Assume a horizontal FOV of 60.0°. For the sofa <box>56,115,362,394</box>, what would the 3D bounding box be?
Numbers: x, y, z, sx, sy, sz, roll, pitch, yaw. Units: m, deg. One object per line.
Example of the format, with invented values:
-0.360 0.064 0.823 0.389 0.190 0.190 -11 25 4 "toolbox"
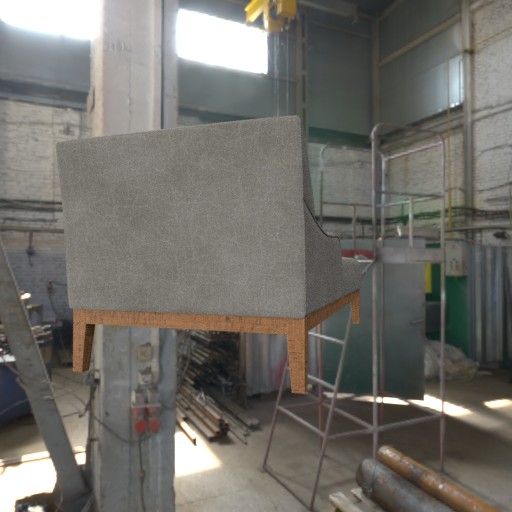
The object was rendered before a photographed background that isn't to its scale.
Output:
0.000 0.000 2.237 0.894 0.859 1.779 0 -1 19 "sofa"
